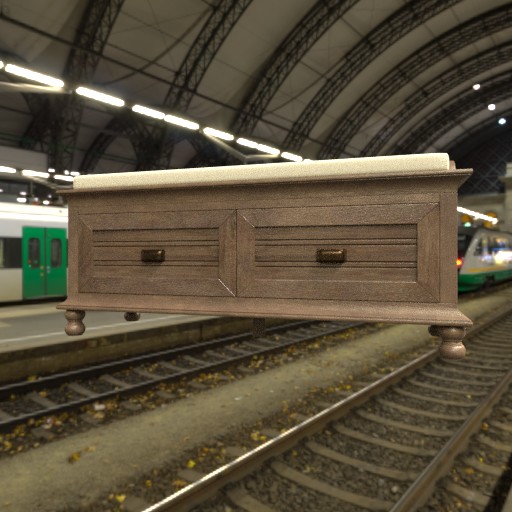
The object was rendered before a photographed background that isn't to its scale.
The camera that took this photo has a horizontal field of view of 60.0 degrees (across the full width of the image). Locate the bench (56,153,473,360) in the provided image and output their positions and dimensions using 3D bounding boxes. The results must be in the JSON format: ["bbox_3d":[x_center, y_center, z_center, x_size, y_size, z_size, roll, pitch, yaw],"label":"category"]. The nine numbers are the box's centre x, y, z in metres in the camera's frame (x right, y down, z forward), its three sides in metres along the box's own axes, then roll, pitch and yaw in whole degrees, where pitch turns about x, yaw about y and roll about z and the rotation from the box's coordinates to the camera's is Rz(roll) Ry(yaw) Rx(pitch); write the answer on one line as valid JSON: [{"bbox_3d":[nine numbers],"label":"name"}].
[{"bbox_3d":[0.000,0.000,1.401,1.185,0.501,0.402,0,0,17],"label":"bench"}]
